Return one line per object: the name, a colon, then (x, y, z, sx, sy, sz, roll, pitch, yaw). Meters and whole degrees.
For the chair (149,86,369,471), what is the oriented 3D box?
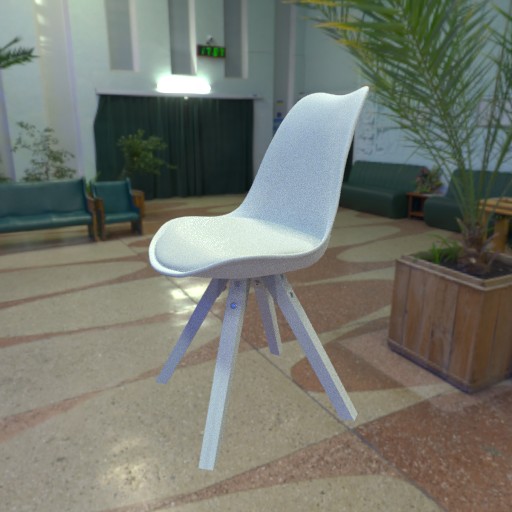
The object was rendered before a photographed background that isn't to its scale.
chair: (0.000, 0.000, 1.181, 0.550, 0.850, 0.485, -8, 17, -25)
